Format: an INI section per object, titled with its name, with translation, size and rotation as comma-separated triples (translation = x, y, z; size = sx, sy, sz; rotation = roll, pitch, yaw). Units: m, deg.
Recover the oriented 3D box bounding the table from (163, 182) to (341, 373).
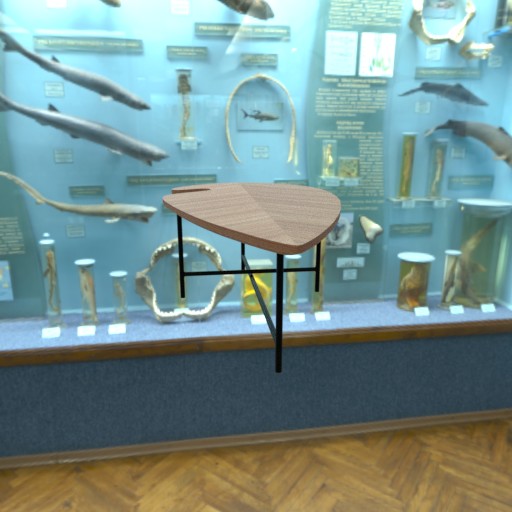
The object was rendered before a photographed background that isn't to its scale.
[table]
translation = 0.000, 0.000, 1.451
size = 0.598, 0.360, 1.199
rotation = -2, 15, -7
